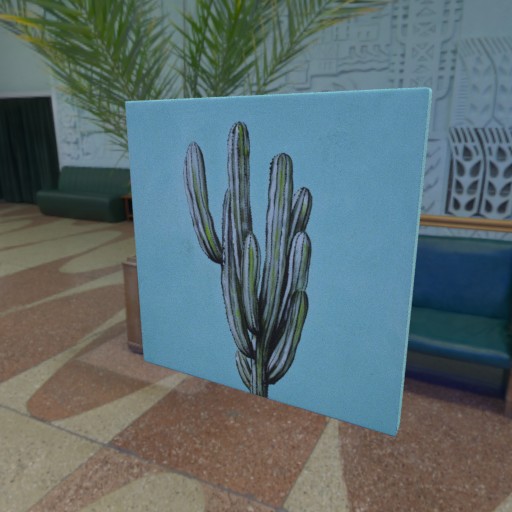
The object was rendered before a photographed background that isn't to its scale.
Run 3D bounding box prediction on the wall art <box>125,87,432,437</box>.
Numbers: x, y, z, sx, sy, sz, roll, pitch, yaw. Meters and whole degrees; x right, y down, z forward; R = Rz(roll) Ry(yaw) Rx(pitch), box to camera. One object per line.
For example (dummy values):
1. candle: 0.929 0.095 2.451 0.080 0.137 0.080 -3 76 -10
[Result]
1. wall art: 0.000 0.000 1.127 0.765 0.766 0.054 8 17 27
